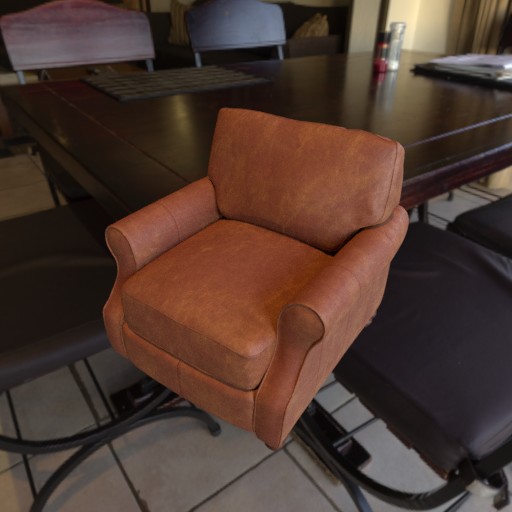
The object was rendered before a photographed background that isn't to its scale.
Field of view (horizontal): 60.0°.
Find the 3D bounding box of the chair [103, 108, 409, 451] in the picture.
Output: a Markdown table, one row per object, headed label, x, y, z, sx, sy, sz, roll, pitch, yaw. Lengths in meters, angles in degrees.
| label | x | y | z | sx | sy | sz | roll | pitch | yaw |
| --- | --- | --- | --- | --- | --- | --- | --- | --- | --- |
| chair | 0.000 | 0.000 | 1.784 | 0.983 | 0.962 | 0.986 | 20 | 38 | 29 |
